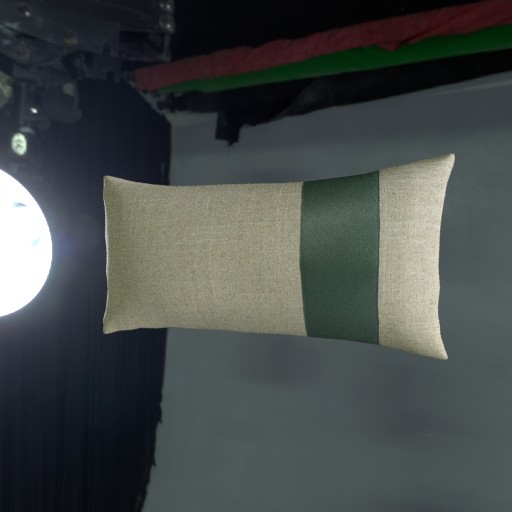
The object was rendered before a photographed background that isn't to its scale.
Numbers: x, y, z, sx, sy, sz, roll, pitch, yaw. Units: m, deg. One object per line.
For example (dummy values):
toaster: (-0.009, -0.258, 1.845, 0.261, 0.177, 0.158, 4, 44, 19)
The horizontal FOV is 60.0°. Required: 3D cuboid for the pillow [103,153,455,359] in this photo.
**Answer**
pillow: (0.000, 0.000, 1.045, 0.859, 0.429, 0.197, 0, 0, 18)
